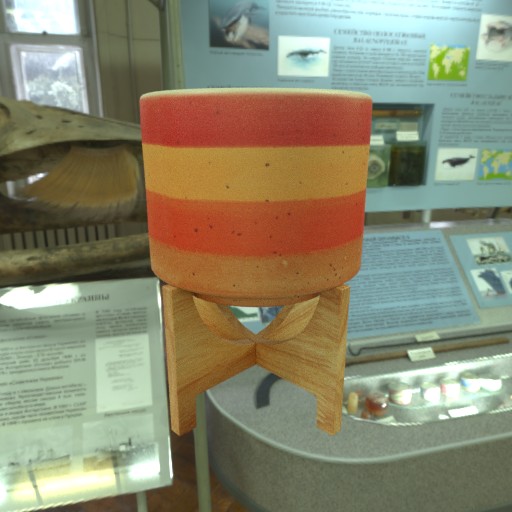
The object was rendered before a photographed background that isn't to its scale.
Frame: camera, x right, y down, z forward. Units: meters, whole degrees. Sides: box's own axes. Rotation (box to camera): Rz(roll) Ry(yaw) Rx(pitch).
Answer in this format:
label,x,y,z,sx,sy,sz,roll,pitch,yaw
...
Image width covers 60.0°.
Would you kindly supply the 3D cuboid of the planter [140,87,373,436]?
label,x,y,z,sx,sy,sz,roll,pitch,yaw
planter,0.000,0.000,0.557,0.269,0.379,0.269,0,17,0
